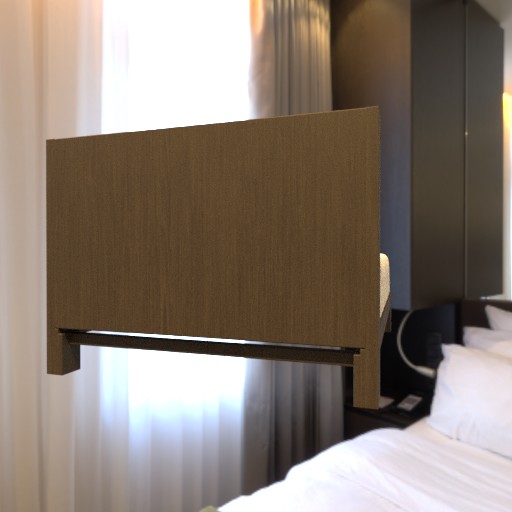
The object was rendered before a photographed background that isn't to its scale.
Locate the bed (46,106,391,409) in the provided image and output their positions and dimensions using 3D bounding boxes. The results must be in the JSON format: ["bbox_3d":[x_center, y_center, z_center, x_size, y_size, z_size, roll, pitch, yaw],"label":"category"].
[{"bbox_3d":[0.000,0.000,3.057,1.735,1.261,1.992,0,0,18],"label":"bed"}]
